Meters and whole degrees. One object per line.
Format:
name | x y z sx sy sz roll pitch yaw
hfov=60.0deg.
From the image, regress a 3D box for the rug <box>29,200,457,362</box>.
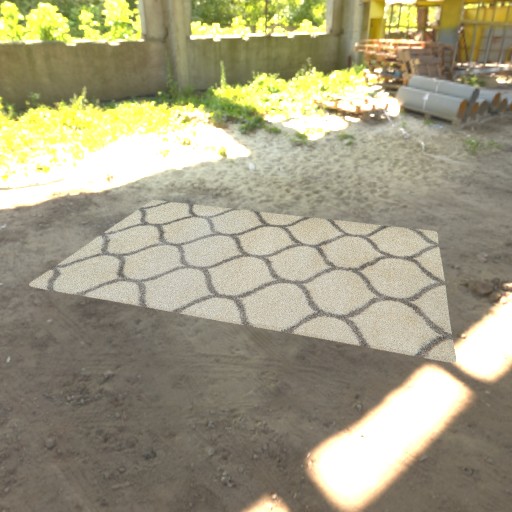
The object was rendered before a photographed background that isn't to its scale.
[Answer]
rug | 0.000 0.000 2.942 2.348 0.024 1.501 8 28 15
